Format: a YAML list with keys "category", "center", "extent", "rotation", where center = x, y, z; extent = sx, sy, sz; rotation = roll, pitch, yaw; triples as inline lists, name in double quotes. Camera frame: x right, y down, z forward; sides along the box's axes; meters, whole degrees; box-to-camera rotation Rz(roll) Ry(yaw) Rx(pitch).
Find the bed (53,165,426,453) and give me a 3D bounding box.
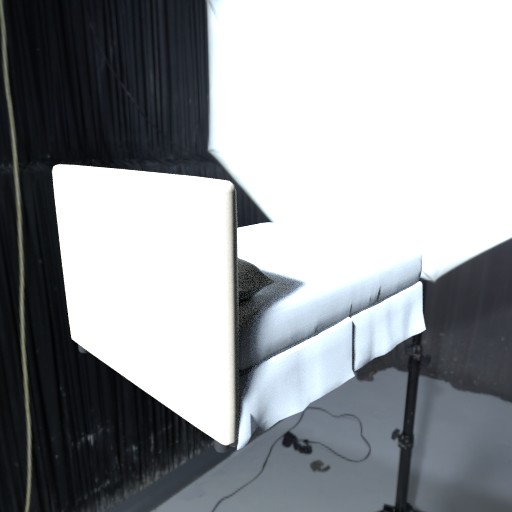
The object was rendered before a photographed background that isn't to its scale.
- category: "bed"
  center: [0.000, 0.000, 3.218]
  extent: [1.748, 1.330, 2.142]
  rotation: [14, 20, 42]
